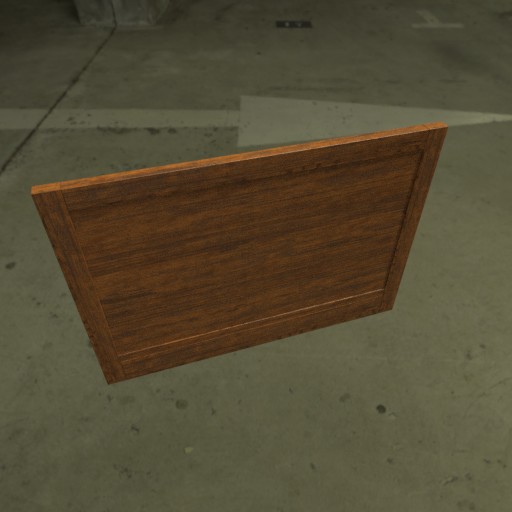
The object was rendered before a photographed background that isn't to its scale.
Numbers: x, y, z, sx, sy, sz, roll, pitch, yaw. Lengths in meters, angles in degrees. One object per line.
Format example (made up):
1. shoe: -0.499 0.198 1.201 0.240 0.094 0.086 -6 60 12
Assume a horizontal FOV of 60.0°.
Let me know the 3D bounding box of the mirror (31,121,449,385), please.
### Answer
1. mirror: 0.000 0.000 0.980 0.758 0.537 0.084 -12 43 -13
